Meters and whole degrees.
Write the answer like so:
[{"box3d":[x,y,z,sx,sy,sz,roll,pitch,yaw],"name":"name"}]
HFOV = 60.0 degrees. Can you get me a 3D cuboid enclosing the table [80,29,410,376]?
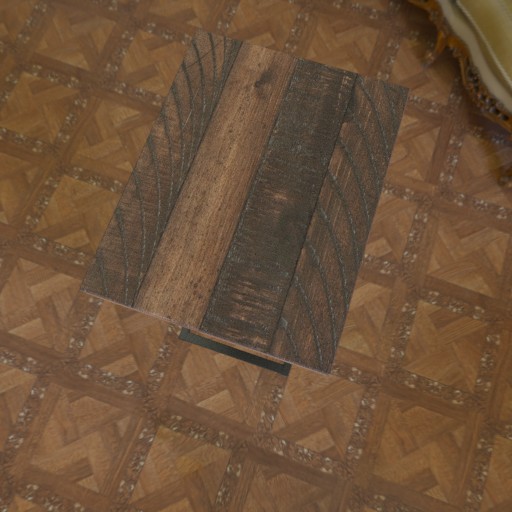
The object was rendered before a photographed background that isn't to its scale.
[{"box3d":[0.000,0.000,0.930,0.323,0.718,0.414,18,75,5],"name":"table"}]
